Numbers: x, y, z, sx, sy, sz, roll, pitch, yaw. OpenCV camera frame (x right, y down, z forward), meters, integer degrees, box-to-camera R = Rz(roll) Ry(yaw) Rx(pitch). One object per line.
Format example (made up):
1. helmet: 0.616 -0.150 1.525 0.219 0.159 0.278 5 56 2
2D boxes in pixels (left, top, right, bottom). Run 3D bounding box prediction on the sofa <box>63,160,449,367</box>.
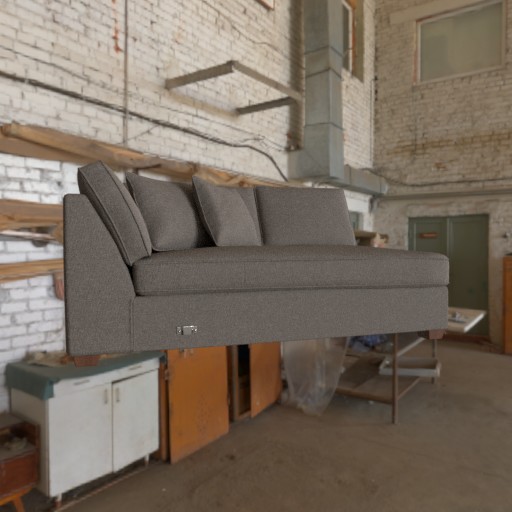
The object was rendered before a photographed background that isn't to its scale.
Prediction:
1. sofa: 0.000 0.000 2.892 2.237 1.033 1.110 0 1 -19
